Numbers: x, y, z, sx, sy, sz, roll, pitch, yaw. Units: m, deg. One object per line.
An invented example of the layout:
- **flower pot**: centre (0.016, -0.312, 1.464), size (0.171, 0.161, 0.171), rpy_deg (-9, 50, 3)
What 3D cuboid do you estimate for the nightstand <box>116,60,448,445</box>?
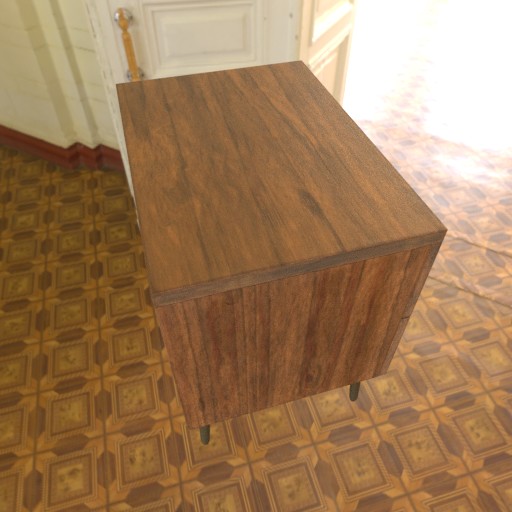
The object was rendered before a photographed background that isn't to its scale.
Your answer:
- **nightstand**: centre (0.000, 0.000, 1.030), size (0.458, 0.610, 0.610), rpy_deg (-12, 48, -11)
